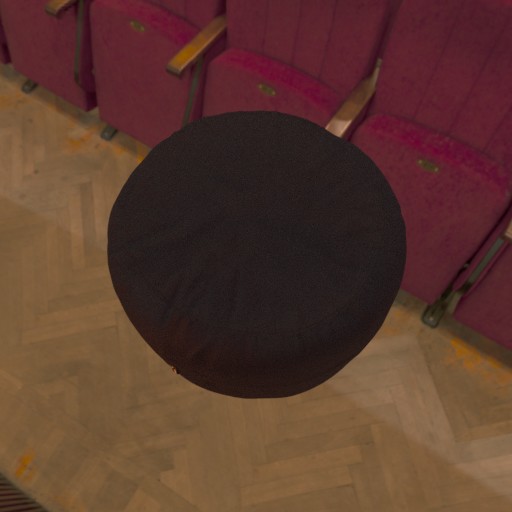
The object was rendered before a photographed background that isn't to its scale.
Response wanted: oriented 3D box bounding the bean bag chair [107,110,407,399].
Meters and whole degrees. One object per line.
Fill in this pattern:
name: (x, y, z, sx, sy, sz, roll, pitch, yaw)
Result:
bean bag chair: (0.000, 0.000, 1.988, 1.219, 0.762, 1.219, 0, 63, 0)
